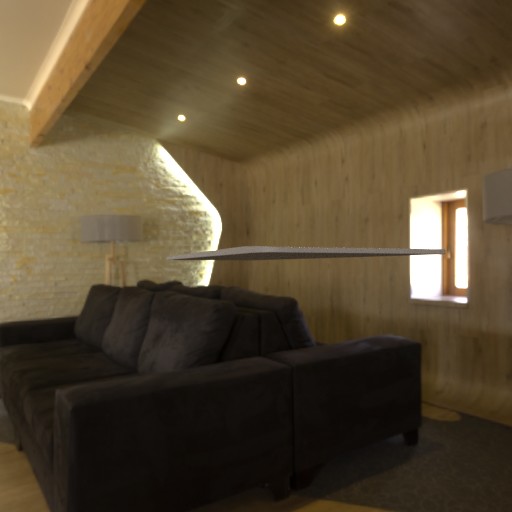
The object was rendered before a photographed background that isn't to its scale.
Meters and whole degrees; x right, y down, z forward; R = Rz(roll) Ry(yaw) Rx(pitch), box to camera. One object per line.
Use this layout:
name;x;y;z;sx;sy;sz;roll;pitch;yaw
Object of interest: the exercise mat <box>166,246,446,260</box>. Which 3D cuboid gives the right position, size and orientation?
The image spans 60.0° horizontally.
exercise mat;0.000;0.000;2.111;0.616;0.021;1.884;0;-1;-19
